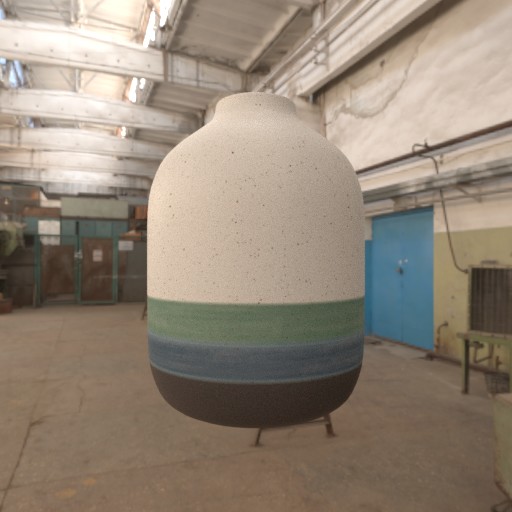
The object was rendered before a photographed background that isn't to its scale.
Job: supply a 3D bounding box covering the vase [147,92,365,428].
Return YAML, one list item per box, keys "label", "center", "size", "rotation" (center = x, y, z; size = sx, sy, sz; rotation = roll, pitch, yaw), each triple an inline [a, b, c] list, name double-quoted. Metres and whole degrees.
- label: "vase"
  center: [0.000, 0.000, 0.355]
  size: [0.169, 0.240, 0.169]
  rotation: [0, 0, 0]
